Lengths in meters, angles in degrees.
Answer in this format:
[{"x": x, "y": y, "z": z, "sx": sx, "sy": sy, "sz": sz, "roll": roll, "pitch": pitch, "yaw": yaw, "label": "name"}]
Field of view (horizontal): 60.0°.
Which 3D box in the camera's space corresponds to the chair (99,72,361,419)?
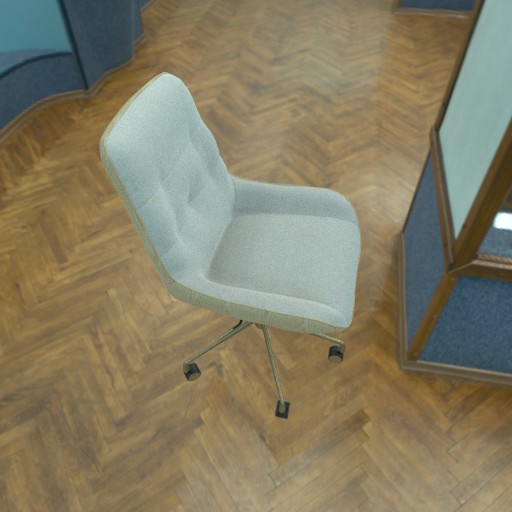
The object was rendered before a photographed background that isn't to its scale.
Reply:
[{"x": 0.000, "y": 0.000, "z": 1.362, "sx": 0.668, "sy": 0.952, "sz": 0.564, "roll": 10, "pitch": 47, "yaw": 9, "label": "chair"}]
